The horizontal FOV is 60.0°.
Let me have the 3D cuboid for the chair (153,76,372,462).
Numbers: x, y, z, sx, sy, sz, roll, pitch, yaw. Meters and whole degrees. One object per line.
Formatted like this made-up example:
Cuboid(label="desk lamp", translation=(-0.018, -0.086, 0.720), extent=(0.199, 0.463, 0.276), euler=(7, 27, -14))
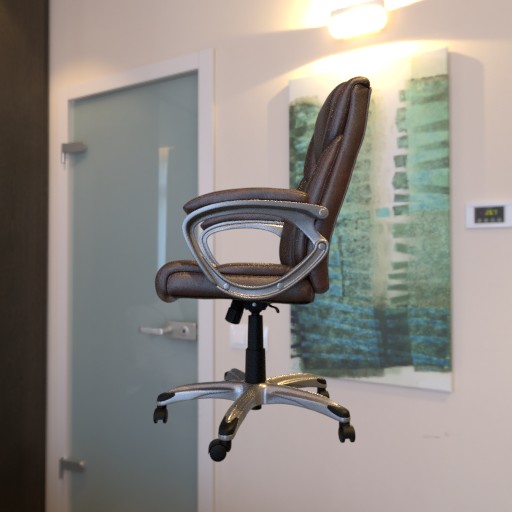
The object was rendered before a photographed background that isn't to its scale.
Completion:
Cuboid(label="chair", translation=(0.000, 0.000, 1.539), extent=(0.692, 1.128, 0.656), euler=(0, -1, -3))
